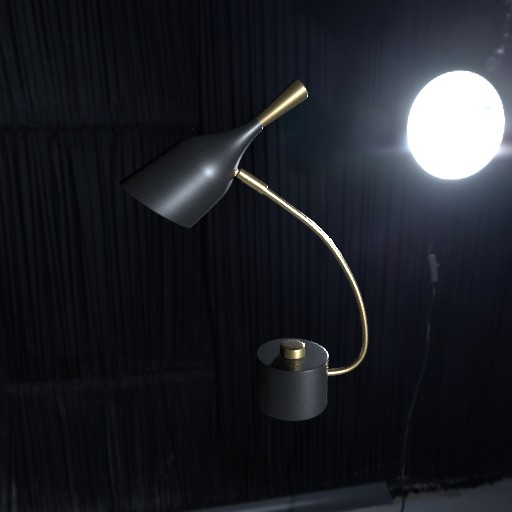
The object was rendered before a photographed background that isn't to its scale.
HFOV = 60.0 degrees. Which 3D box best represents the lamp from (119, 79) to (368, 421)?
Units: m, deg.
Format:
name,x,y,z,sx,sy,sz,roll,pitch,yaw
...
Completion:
name,x,y,z,sx,sy,sz,roll,pitch,yaw
lamp,0.000,0.000,0.618,0.352,0.464,0.110,-3,15,-11
